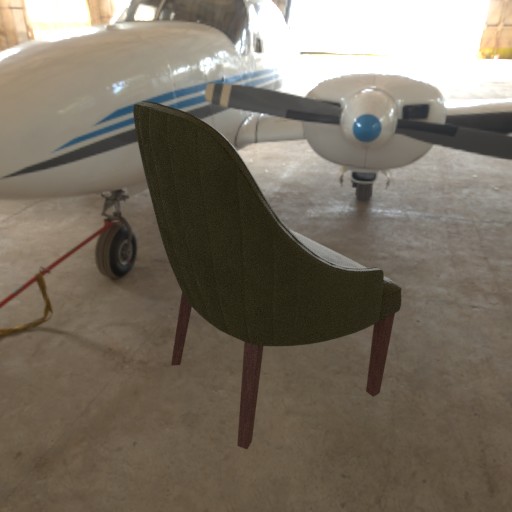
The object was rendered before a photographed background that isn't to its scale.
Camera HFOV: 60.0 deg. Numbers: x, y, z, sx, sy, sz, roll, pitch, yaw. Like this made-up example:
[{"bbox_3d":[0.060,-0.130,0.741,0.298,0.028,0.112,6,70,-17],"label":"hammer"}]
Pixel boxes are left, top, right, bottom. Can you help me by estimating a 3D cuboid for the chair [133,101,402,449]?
[{"bbox_3d":[0.000,0.000,1.293,0.575,0.889,0.643,-18,31,-32],"label":"chair"}]
